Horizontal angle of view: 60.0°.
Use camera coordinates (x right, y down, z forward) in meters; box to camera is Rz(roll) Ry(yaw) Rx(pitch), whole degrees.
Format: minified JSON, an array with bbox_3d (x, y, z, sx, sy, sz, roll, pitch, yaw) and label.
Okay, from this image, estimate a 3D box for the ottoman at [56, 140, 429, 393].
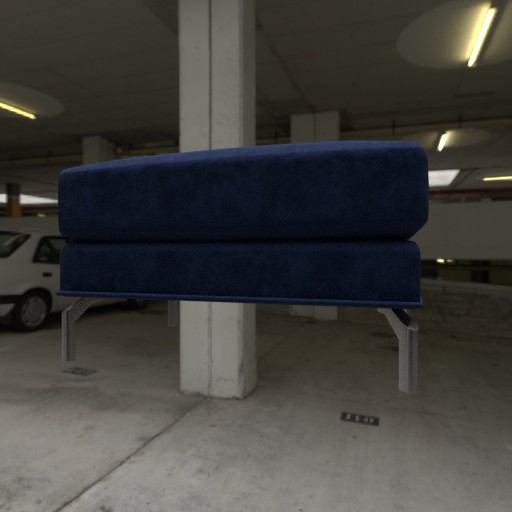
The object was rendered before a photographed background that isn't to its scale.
[{"bbox_3d":[0.000,0.000,1.197,0.835,0.498,0.587,0,1,17],"label":"ottoman"}]
